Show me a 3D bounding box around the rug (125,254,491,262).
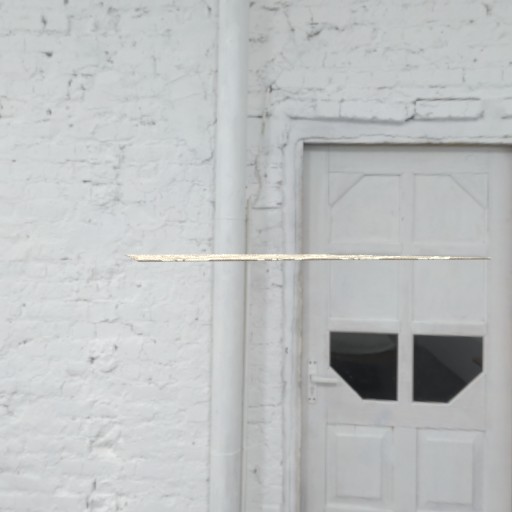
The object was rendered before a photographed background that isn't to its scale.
[{"bbox_3d":[0.000,0.000,4.406,2.441,0.020,3.419,0,1,-18],"label":"rug"}]
